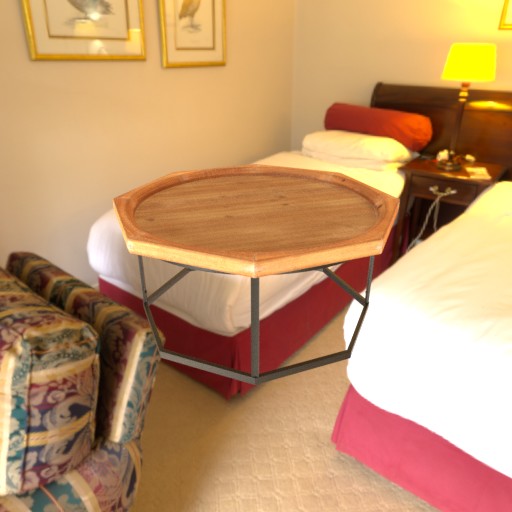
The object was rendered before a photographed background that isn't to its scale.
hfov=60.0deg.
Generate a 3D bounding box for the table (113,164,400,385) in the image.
[{"bbox_3d":[0.000,0.000,1.641,1.002,0.444,1.002,0,25,0],"label":"table"}]
